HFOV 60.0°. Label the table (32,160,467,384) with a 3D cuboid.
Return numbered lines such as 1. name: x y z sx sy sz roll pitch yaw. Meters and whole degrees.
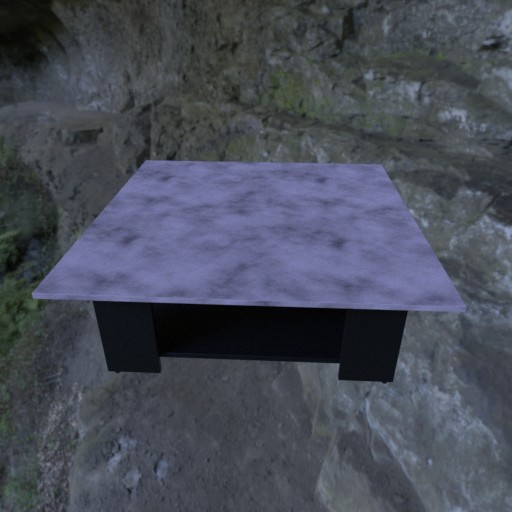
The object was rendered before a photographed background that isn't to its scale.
1. table: 0.000 0.000 1.364 0.890 0.305 0.890 2 30 3
